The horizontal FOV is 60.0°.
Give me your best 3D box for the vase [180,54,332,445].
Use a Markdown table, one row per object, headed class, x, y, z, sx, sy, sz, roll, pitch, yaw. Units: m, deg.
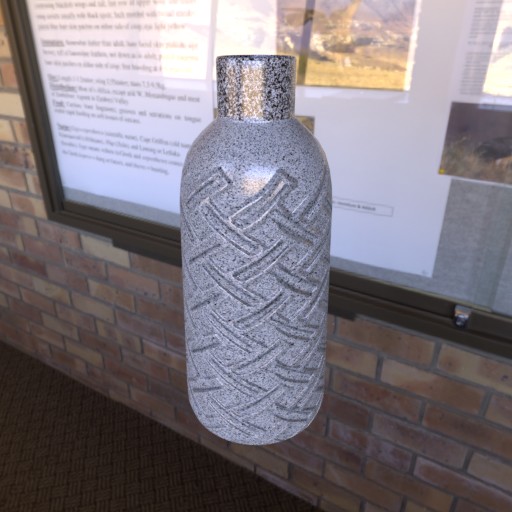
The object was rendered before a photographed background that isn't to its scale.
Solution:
| class | x | y | z | sx | sy | sz | roll | pitch | yaw |
| --- | --- | --- | --- | --- | --- | --- | --- | --- | --- |
| vase | 0.000 | 0.000 | 0.343 | 0.122 | 0.282 | 0.122 | 0 | 26 | 0 |
